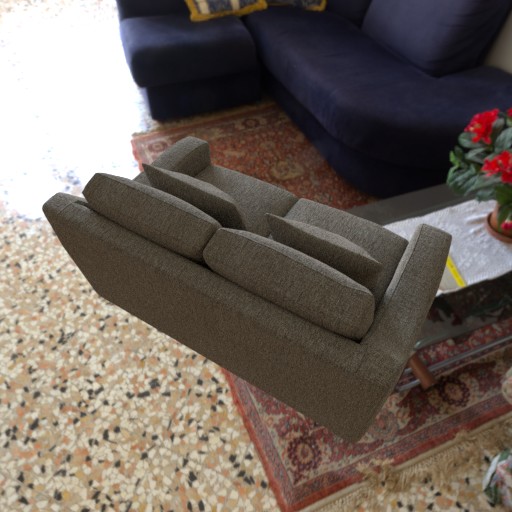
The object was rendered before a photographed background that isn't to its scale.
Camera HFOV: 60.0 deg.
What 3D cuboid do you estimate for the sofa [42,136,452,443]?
[{"bbox_3d":[0.000,0.000,2.354,1.778,0.991,1.120,25,53,21],"label":"sofa"}]
